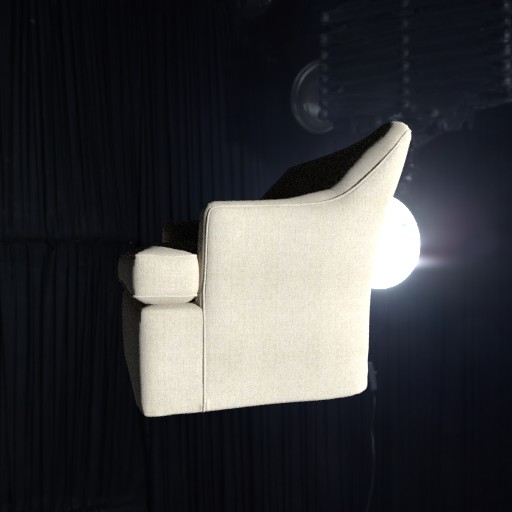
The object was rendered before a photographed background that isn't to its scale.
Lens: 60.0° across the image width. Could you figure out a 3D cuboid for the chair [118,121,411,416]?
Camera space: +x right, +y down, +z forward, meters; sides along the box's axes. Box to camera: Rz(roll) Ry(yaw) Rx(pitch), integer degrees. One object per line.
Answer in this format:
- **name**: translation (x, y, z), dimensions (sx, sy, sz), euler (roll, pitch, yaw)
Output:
- **chair**: translation (0.000, 0.000, 1.584), dimensions (0.923, 0.856, 0.864), euler (0, 0, -19)
